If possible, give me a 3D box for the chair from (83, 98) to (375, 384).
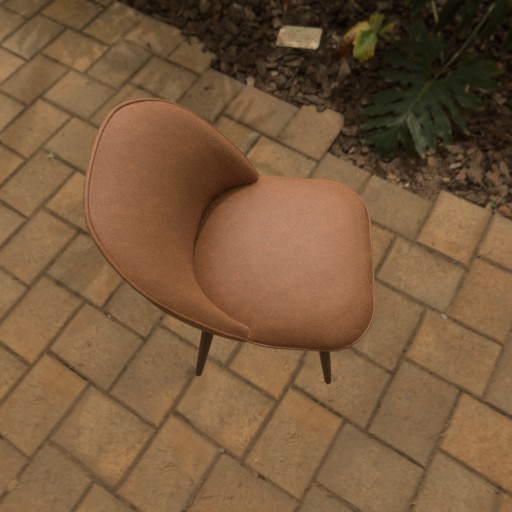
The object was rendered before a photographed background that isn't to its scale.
[{"bbox_3d":[0.000,0.000,1.201,0.631,0.831,0.521,3,65,1],"label":"chair"}]
